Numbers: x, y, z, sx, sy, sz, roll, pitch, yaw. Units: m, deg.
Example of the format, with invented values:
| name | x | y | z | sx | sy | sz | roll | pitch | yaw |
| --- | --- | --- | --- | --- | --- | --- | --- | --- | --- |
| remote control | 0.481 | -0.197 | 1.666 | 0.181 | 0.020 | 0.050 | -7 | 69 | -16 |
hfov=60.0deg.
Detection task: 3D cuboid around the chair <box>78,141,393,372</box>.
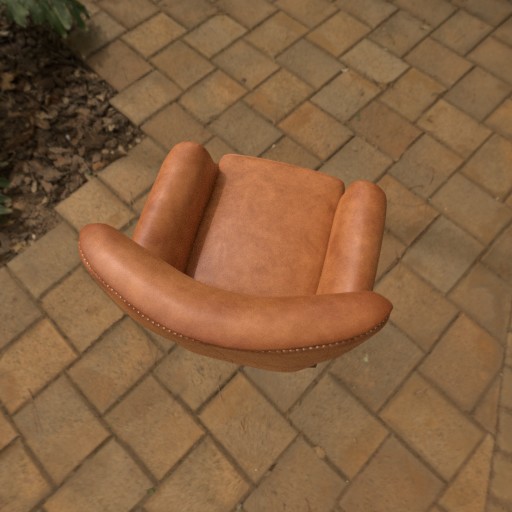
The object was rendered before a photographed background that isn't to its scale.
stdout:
| name | x | y | z | sx | sy | sz | roll | pitch | yaw |
| --- | --- | --- | --- | --- | --- | --- | --- | --- | --- |
| chair | 0.000 | 0.000 | 1.648 | 0.861 | 0.936 | 0.921 | 14 | 65 | 7 |
